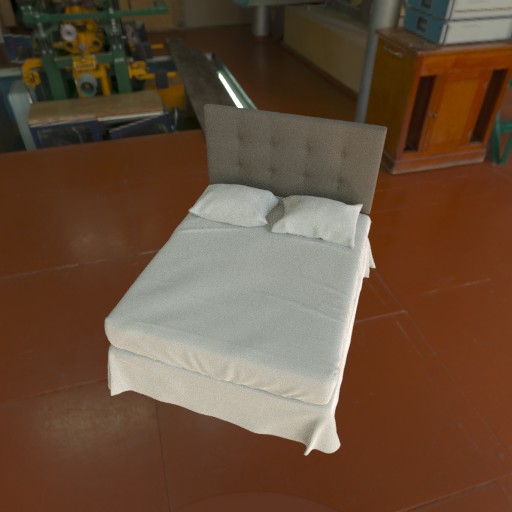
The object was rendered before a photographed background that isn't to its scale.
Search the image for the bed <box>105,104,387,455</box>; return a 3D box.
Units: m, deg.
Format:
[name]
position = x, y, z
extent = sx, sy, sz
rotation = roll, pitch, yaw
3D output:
[bed]
position = 0.000, 0.000, 3.603
extent = 1.936, 1.577, 2.222
rotation = 12, 42, 14
